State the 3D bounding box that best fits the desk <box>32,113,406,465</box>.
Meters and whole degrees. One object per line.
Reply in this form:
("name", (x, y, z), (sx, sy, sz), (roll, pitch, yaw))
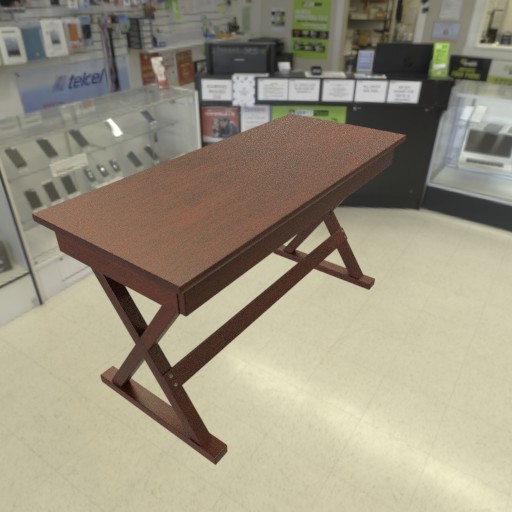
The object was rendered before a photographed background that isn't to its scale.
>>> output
("desk", (0.000, 0.000, 1.799), (0.600, 0.761, 1.372), (22, 38, 30))
